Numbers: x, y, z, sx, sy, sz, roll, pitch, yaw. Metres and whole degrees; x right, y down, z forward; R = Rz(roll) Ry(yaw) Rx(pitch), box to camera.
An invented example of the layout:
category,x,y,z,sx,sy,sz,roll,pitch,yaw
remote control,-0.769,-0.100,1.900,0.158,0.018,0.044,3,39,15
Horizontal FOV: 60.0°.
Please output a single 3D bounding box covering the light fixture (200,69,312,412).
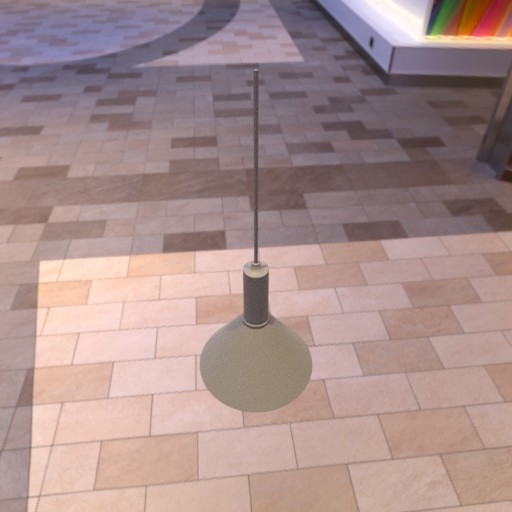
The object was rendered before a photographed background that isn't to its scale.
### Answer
category,x,y,z,sx,sy,sz,roll,pitch,yaw
light fixture,0.000,0.000,0.837,0.267,0.683,0.267,27,48,27
